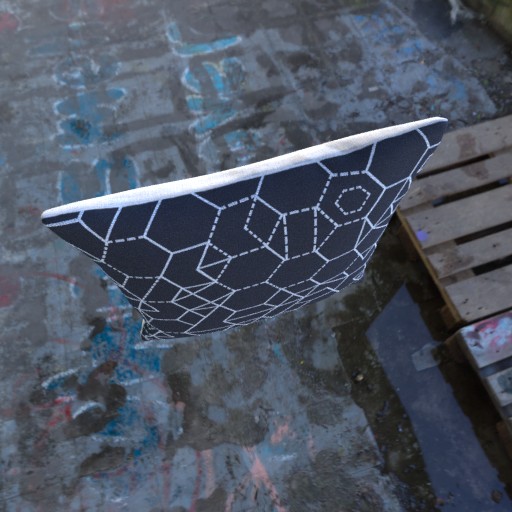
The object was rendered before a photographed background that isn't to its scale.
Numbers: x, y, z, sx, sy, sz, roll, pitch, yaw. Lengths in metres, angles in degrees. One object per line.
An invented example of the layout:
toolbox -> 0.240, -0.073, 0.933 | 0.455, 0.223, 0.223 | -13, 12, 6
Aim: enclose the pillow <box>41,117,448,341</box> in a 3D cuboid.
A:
pillow -> 0.000, 0.000, 0.764 | 0.517, 0.508, 0.158 | -15, 65, -7
